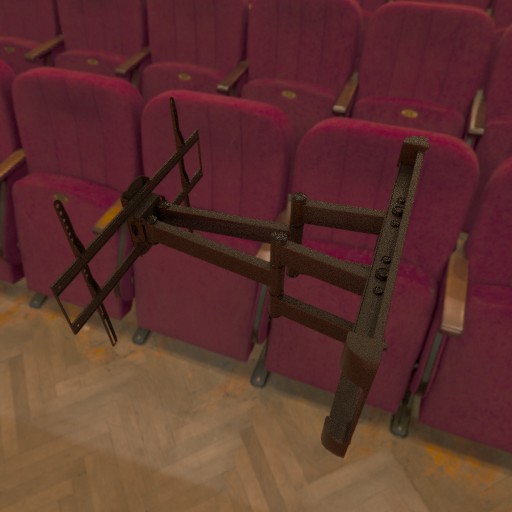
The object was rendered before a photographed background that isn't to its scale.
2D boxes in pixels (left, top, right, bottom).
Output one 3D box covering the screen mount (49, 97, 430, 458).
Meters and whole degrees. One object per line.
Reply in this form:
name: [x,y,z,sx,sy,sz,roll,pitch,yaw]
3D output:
screen mount: [0.000,0.000,1.074,0.644,0.491,0.661,16,48,15]
